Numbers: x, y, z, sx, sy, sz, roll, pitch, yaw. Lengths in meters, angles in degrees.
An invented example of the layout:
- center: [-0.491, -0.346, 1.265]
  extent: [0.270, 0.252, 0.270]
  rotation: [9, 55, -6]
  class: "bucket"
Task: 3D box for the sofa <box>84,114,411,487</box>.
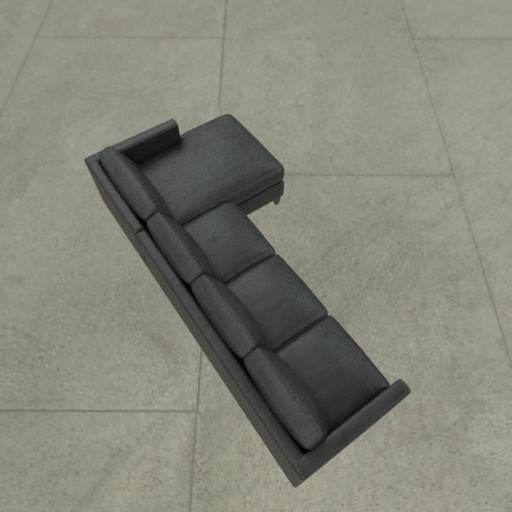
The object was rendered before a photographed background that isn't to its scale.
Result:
- center: [0.000, 0.000, 3.821]
  extent: [1.581, 0.883, 3.203]
  rotation: [-31, 63, -18]
  class: "sofa"
